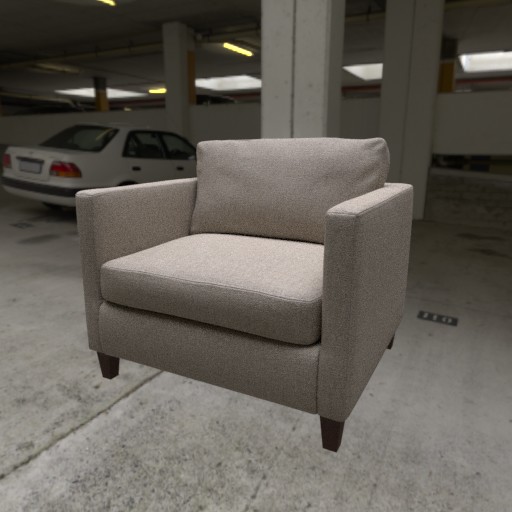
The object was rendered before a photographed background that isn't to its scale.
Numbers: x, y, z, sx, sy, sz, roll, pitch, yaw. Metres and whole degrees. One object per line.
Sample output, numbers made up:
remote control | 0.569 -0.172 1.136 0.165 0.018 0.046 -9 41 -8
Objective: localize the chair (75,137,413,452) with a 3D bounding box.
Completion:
chair | 0.000 0.000 1.853 1.107 0.961 0.959 7 16 27
